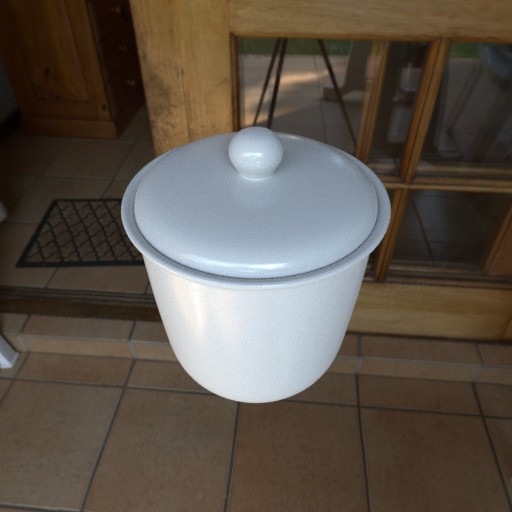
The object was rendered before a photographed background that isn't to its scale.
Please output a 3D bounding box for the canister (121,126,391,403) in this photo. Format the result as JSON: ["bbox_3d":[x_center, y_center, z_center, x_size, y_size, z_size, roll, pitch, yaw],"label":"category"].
[{"bbox_3d":[0.000,0.000,0.345,0.182,0.208,0.182,0,42,0],"label":"canister"}]
